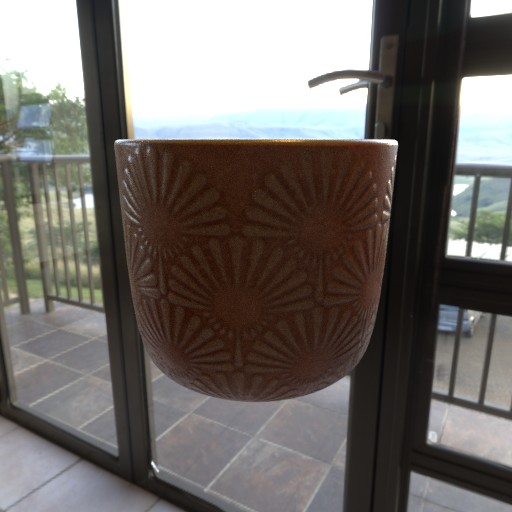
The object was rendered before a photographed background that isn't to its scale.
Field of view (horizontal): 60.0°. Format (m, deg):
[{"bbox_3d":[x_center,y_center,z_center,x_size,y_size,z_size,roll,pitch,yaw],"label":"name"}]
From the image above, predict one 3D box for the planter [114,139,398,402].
[{"bbox_3d":[0.000,0.000,0.215,0.124,0.109,0.124,0,14,0],"label":"planter"}]
